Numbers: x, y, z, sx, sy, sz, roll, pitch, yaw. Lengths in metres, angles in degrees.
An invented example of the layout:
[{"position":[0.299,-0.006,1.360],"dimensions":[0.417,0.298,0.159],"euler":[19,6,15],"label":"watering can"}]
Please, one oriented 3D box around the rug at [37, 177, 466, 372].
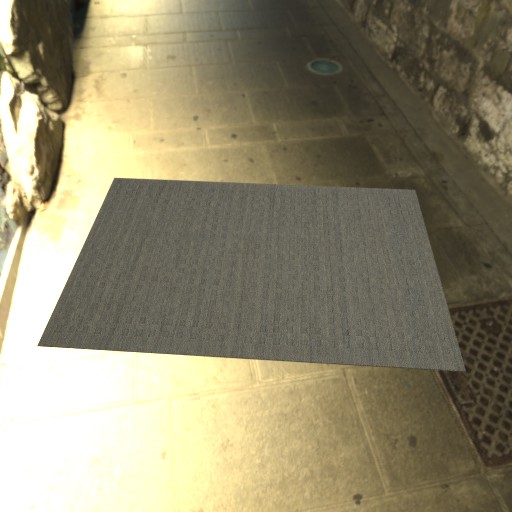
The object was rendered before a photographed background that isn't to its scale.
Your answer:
[{"position":[0.000,0.000,2.192],"dimensions":[1.752,0.006,1.142],"euler":[3,47,3],"label":"rug"}]
